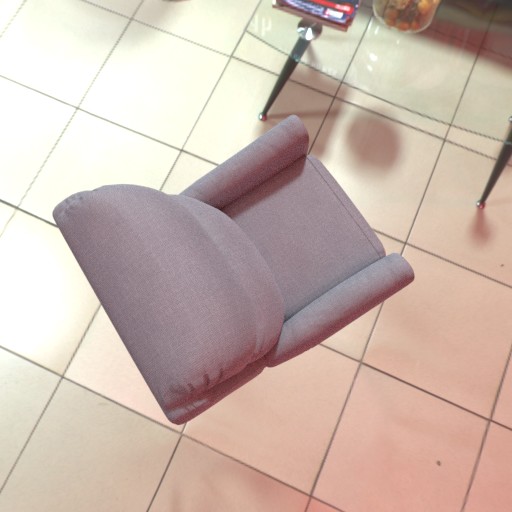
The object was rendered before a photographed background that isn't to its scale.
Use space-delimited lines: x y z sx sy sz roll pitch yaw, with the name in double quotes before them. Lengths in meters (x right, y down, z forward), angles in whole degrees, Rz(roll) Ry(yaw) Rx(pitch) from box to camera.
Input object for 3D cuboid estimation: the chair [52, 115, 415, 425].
"chair" 0.000 0.000 1.750 1.014 1.054 0.838 -32 78 -8
